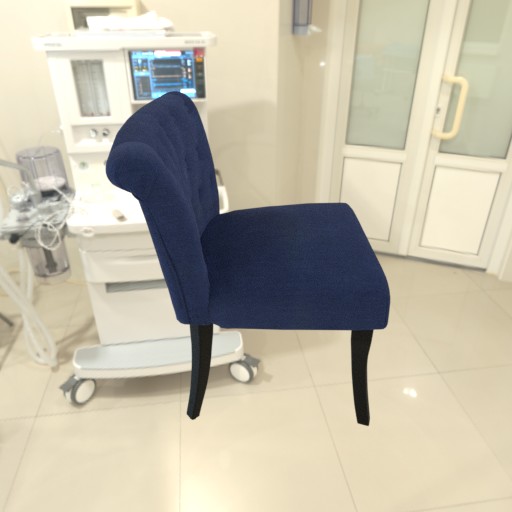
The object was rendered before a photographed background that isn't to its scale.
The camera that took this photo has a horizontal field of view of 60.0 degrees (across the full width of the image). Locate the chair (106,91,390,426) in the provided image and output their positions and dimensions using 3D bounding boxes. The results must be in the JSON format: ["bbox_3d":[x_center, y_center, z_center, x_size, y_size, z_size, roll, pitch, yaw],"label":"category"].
[{"bbox_3d":[0.000,0.000,1.187,0.606,0.753,0.585,-1,30,-1],"label":"chair"}]
